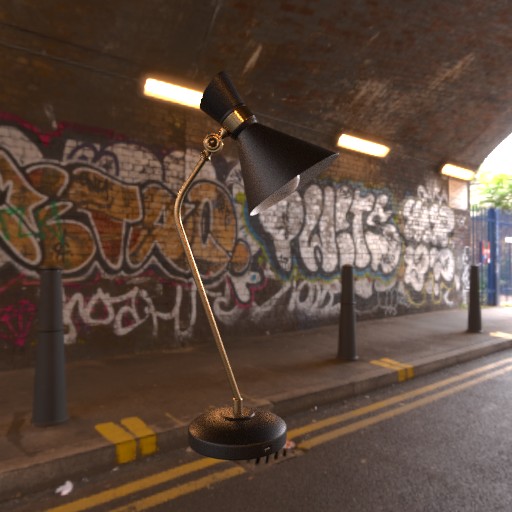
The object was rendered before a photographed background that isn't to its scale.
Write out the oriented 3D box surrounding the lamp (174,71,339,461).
[{"bbox_3d":[0.000,0.000,0.788,0.292,0.647,0.189,0,-1,0],"label":"lamp"}]
